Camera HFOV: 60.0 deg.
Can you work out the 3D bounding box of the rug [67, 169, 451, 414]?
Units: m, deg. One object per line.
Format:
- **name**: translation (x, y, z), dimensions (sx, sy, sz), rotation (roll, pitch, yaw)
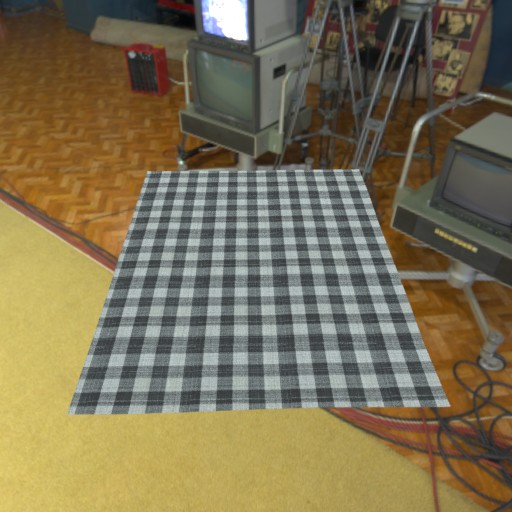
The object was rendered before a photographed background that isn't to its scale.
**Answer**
- **rug**: translation (0.000, 0.000, 3.942), dimensions (2.432, 0.013, 3.021), rotation (-1, 41, -1)
